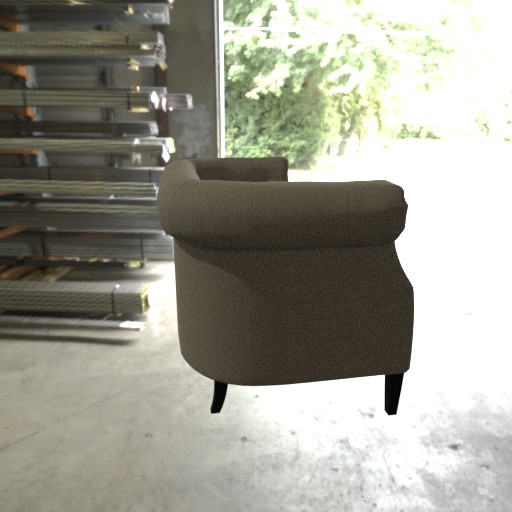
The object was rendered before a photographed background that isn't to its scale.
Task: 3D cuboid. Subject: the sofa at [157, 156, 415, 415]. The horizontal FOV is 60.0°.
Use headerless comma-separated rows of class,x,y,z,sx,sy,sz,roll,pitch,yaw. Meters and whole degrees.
sofa,0.000,0.000,2.040,0.835,0.827,1.558,-3,16,-10
